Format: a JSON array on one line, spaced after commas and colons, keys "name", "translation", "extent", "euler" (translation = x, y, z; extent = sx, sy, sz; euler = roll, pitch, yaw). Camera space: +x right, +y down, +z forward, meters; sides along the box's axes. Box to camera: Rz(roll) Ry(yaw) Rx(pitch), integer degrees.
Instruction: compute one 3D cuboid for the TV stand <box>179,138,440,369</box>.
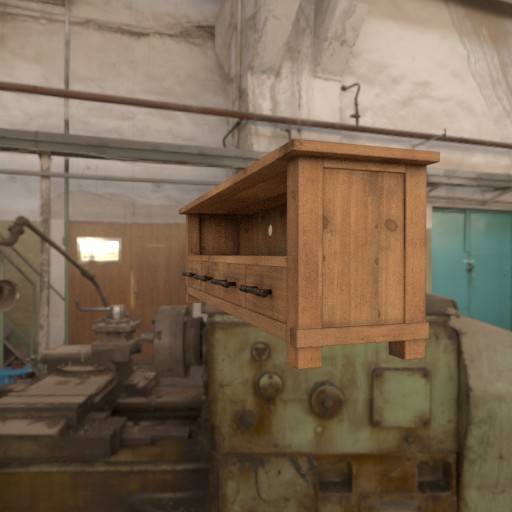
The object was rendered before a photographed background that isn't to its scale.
[{"name": "TV stand", "translation": [0.000, 0.000, 1.986], "extent": [0.453, 0.573, 1.804], "euler": [0, 0, -18]}]
